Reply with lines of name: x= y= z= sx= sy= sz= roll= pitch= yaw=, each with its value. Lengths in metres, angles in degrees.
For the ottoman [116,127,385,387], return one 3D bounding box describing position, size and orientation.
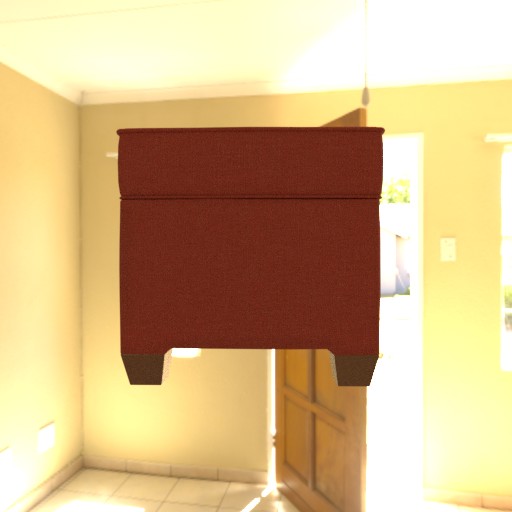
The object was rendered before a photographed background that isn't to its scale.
ottoman: x=0.000 y=0.000 z=1.223 sx=0.497 sy=0.454 sz=0.948 roll=0 pitch=0 yaw=1
